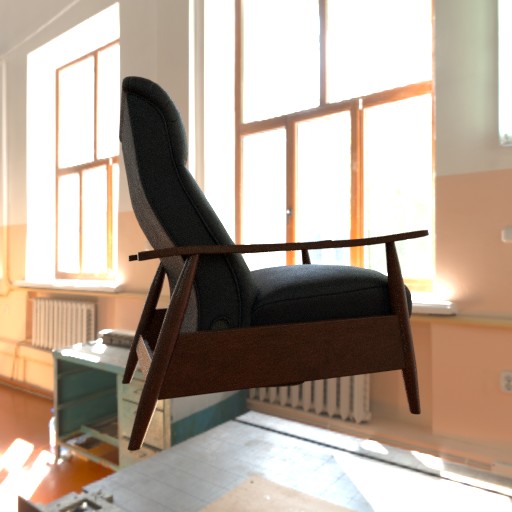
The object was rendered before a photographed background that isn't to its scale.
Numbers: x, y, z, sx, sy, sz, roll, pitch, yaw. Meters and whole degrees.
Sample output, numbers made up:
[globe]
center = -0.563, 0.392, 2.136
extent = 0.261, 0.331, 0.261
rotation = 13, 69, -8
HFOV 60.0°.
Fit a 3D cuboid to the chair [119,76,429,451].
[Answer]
[chair]
center = 0.000, 0.000, 1.721
extent = 1.014, 1.082, 0.762
rotation = 0, -1, -18
